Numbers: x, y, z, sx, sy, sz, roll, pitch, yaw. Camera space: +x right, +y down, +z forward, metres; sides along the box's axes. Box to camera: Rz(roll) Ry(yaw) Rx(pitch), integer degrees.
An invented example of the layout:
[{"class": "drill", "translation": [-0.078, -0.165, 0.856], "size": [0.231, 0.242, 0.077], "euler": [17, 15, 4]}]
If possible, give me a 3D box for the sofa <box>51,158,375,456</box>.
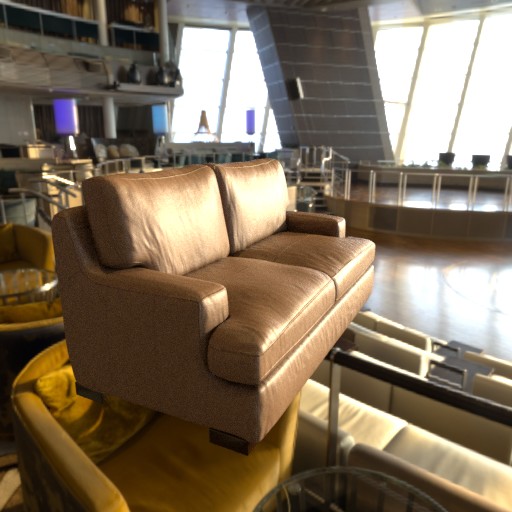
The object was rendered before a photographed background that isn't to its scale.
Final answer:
[{"class": "sofa", "translation": [0.000, 0.000, 2.437], "size": [0.962, 0.980, 1.855], "euler": [8, 17, 26]}]
